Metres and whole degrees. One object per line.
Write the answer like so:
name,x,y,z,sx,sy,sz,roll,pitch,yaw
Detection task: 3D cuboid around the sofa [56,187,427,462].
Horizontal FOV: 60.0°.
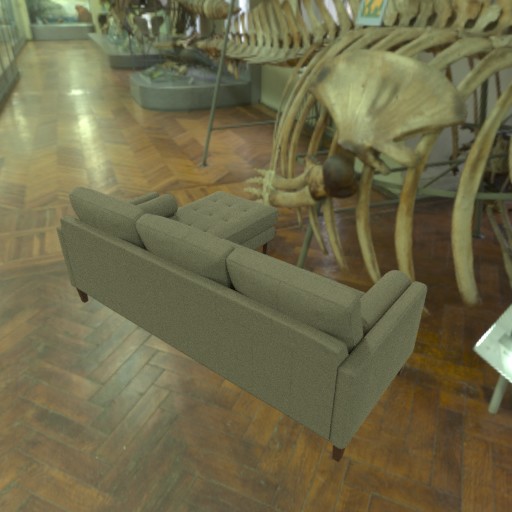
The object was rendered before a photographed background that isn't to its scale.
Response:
sofa,0.000,0.000,2.914,2.178,0.875,1.506,21,36,33
